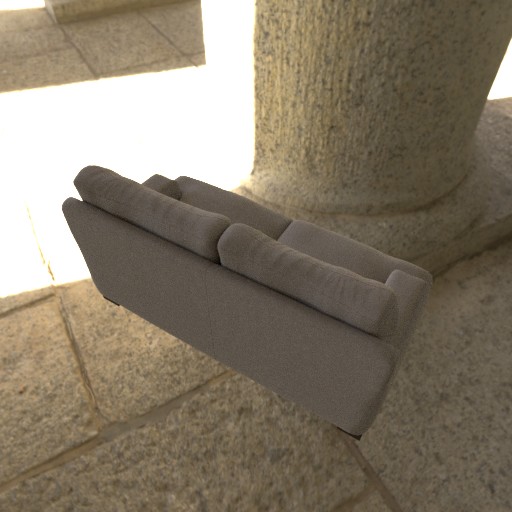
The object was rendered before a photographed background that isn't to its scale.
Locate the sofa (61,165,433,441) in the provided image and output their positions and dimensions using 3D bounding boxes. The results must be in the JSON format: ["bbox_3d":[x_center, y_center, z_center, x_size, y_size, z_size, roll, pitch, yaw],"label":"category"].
[{"bbox_3d":[0.000,0.000,2.504,1.855,0.980,0.962,24,51,21],"label":"sofa"}]
